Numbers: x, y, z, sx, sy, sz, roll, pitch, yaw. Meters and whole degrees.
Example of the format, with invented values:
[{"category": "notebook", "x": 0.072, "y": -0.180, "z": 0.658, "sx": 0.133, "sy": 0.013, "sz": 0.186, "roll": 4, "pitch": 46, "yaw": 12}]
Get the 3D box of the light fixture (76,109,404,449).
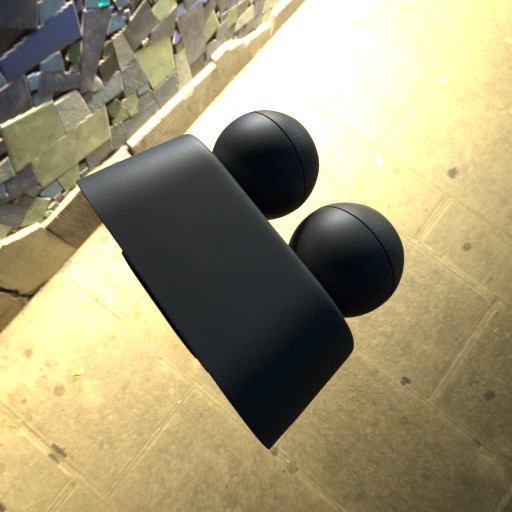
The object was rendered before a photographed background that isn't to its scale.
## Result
[{"category": "light fixture", "x": 0.000, "y": 0.000, "z": 0.348, "sx": 0.159, "sy": 0.159, "sz": 0.229, "roll": -36, "pitch": 77, "yaw": -10}]
